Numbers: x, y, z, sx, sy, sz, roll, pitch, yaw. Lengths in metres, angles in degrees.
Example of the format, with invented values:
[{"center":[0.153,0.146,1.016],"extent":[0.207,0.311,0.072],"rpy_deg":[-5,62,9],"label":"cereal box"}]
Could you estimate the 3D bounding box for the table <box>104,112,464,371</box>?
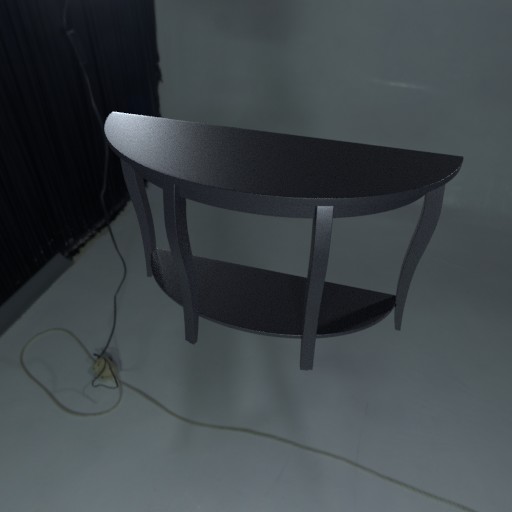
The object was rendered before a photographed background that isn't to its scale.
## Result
[{"center":[0.000,0.000,1.609],"extent":[1.219,0.780,0.394],"rpy_deg":[11,41,13],"label":"table"}]
